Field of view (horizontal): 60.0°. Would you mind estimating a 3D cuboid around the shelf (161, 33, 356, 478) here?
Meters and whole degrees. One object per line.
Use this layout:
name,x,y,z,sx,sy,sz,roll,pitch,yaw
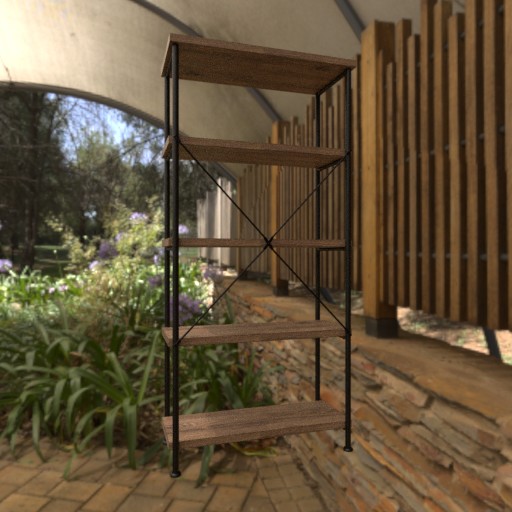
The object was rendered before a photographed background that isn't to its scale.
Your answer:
shelf,0.000,0.000,1.979,0.800,1.700,0.360,0,0,-17
